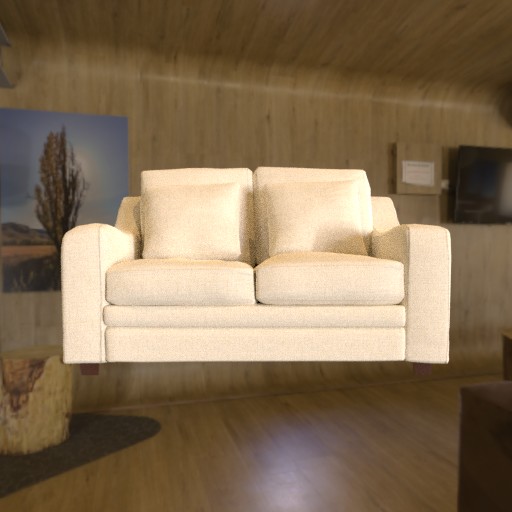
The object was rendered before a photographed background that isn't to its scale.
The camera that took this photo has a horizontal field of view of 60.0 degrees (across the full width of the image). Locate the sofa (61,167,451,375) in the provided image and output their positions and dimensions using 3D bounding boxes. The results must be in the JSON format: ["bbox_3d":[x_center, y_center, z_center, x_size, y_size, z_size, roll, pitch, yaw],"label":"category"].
[{"bbox_3d":[0.000,0.000,2.388,1.744,1.047,1.040,0,1,0],"label":"sofa"}]
